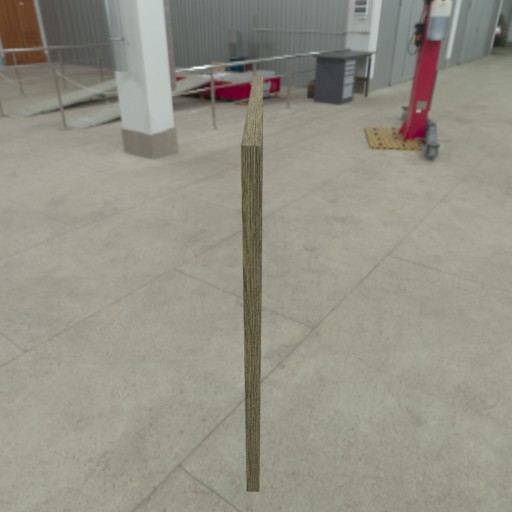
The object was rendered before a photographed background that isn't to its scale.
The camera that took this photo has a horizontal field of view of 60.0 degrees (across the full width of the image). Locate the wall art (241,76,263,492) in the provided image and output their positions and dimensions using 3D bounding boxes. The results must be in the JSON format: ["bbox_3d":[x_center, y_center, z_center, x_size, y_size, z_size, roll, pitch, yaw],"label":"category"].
[{"bbox_3d":[0.000,0.000,0.748,0.019,0.508,0.508,0,29,1],"label":"wall art"}]
